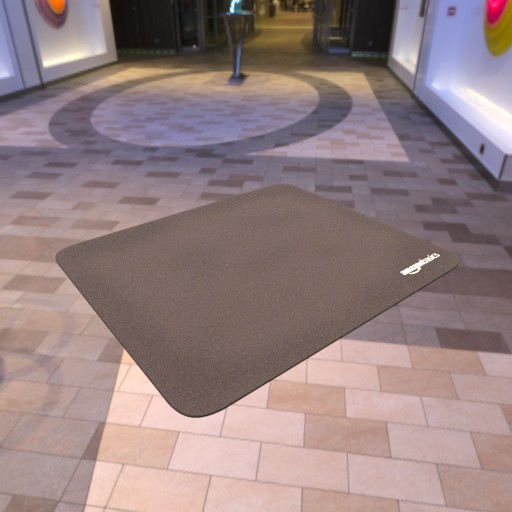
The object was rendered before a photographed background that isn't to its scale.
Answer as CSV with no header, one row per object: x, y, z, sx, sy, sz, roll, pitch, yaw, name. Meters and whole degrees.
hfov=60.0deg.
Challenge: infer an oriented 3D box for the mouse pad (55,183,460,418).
0.000,0.000,0.436,0.315,0.002,0.269,-22,37,-33,mouse pad
